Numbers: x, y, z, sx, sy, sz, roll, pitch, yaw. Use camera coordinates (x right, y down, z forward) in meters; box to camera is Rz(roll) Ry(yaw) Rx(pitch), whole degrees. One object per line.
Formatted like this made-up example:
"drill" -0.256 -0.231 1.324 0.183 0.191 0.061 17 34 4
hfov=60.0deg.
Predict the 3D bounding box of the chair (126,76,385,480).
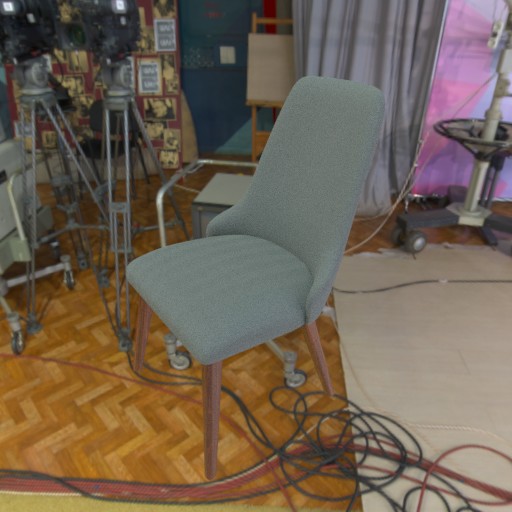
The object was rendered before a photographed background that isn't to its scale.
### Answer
"chair" 0.000 0.000 1.320 0.707 0.918 0.535 -20 36 -30
